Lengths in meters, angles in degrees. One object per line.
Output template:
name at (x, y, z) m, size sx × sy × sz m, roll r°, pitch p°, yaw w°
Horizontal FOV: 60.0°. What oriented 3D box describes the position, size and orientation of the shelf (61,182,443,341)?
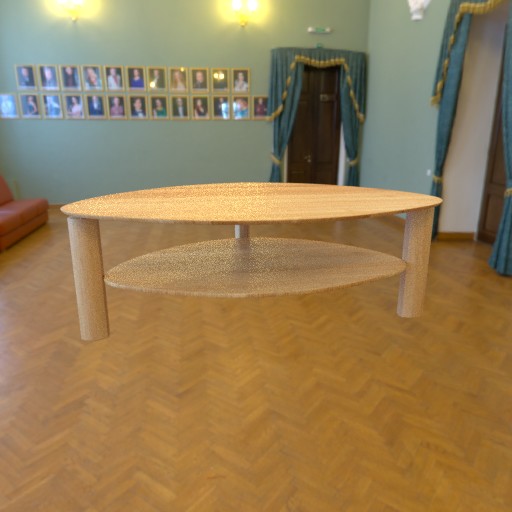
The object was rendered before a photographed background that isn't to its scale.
shelf at (0.000, 0.000, 1.628) m, size 1.246 × 0.440 × 0.845 m, roll -3°, pitch 16°, yaw -9°
